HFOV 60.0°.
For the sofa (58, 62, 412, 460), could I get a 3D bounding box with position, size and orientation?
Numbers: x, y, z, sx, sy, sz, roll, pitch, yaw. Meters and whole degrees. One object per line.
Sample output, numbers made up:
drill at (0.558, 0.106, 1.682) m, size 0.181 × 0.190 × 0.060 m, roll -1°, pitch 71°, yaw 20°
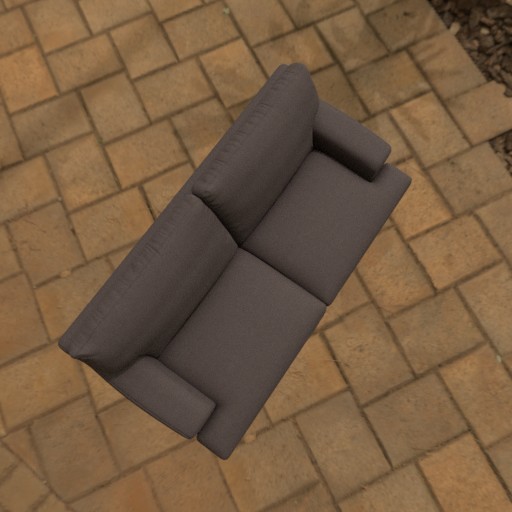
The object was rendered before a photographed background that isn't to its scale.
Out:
sofa at (0.000, 0.000, 2.839) m, size 1.140 × 0.950 × 2.271 m, roll 34°, pitch 78°, yaw 8°
